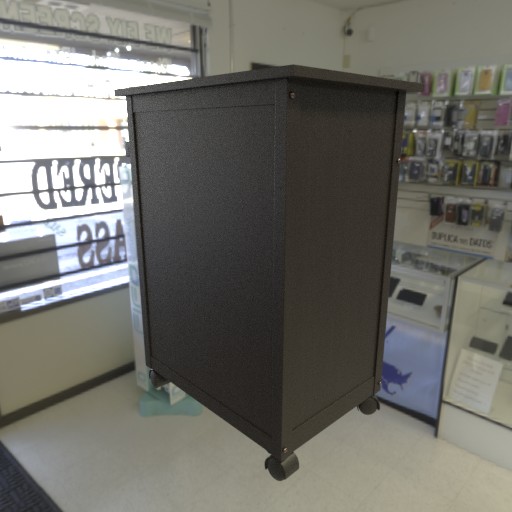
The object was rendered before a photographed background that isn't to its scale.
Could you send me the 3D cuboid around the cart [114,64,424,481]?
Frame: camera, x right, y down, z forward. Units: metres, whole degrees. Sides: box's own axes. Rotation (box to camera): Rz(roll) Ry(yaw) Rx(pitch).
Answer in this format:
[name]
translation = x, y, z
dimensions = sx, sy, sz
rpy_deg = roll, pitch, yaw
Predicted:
[cart]
translation = 0.000, 0.000, 1.229
dimensions = 0.456, 0.879, 0.660
rpy_deg = -15, 21, -42
